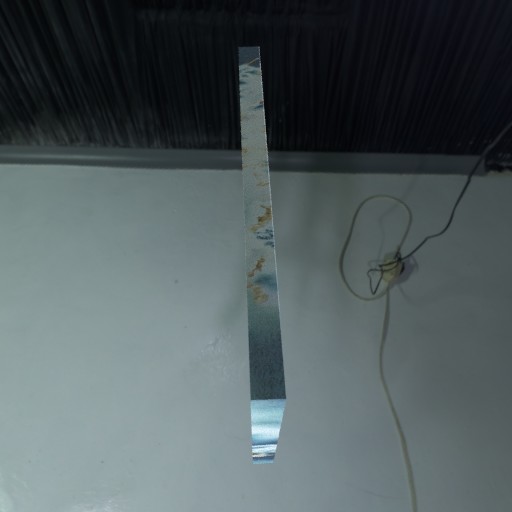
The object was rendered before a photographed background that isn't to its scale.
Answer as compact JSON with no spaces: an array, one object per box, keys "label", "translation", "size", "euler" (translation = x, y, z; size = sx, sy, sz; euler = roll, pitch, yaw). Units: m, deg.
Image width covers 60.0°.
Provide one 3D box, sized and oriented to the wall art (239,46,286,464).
[{"label":"wall art","translation":[0.000,0.000,0.777],"size":[0.036,0.405,0.607],"euler":[-2,57,-1]}]
